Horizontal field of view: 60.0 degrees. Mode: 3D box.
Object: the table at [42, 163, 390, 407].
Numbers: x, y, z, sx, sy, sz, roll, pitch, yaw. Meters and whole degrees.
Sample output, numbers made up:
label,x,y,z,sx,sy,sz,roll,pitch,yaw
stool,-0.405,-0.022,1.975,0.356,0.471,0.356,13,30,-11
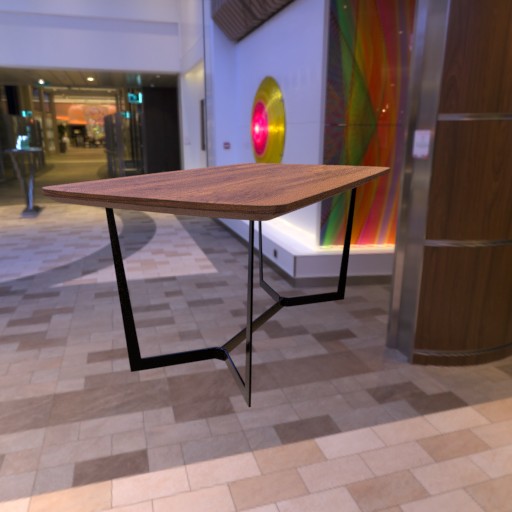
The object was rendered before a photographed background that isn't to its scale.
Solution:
label,x,y,z,sx,sy,sz,roll,pitch,yaw
table,0.000,0.000,2.124,0.949,0.765,1.643,8,17,26
